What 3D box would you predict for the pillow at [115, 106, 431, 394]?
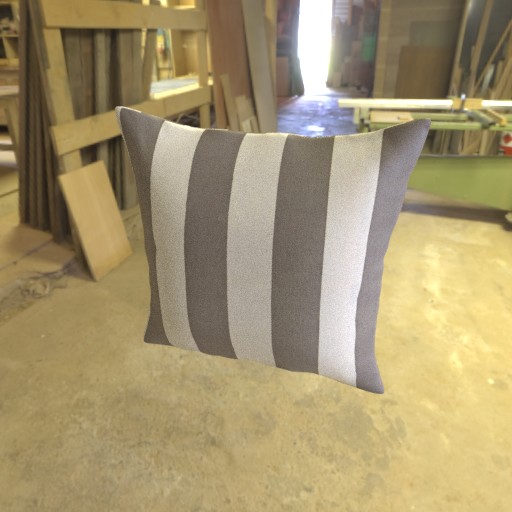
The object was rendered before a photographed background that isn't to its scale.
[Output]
[{"bbox_3d":[0.000,0.000,0.808,0.522,0.507,0.192,8,26,16],"label":"pillow"}]
